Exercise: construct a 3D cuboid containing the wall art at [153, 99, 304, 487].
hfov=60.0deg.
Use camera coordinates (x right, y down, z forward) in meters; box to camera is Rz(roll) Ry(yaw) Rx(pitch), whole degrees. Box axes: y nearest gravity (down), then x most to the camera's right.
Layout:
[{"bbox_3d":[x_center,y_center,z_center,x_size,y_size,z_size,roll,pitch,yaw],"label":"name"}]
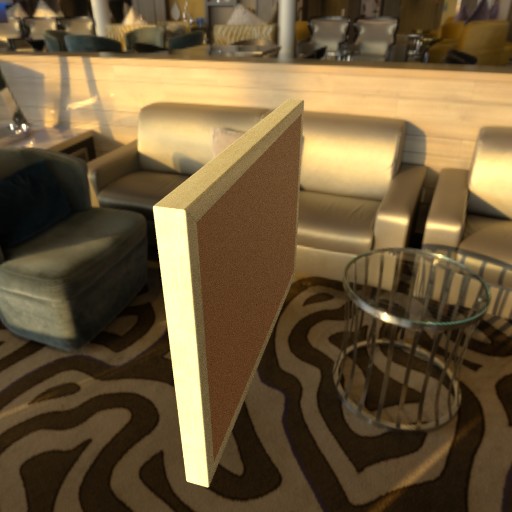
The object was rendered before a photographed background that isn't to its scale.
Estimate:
[{"bbox_3d":[0.000,0.000,0.695,0.032,0.381,0.533,8,30,14],"label":"wall art"}]
